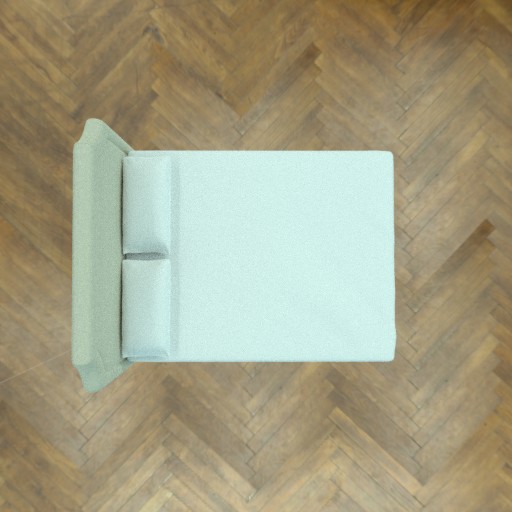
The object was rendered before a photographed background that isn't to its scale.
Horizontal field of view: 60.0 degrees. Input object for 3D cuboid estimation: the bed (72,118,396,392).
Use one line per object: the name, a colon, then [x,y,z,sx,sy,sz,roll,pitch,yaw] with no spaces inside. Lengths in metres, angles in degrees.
bed: [0.000,0.000,3.159,2.116,1.290,1.693,0,89,0]
